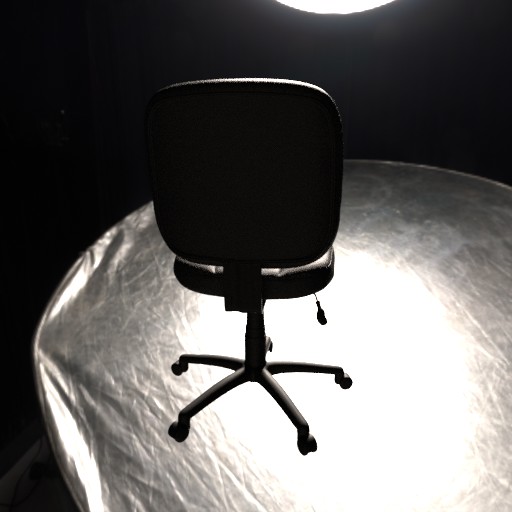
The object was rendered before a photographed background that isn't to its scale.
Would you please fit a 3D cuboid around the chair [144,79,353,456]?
[{"bbox_3d":[0.000,0.000,1.366,0.647,0.959,0.646,2,15,9],"label":"chair"}]
